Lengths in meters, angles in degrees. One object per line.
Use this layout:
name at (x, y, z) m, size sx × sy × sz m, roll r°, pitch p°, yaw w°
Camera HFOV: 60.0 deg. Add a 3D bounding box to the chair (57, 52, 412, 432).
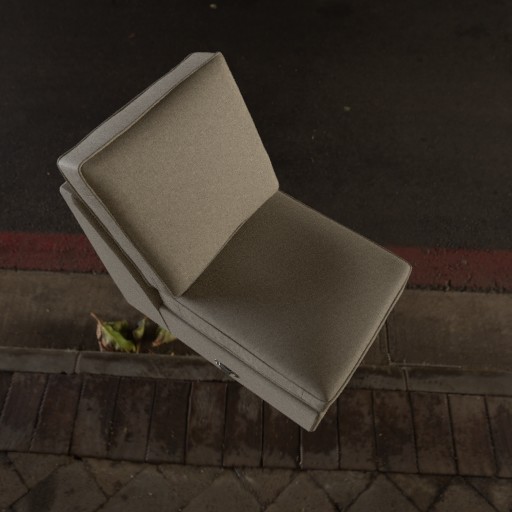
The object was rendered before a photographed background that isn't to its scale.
chair at (0.000, 0.000, 1.640) m, size 1.020 × 1.058 × 0.674 m, roll 31°, pitch 64°, yaw 17°
